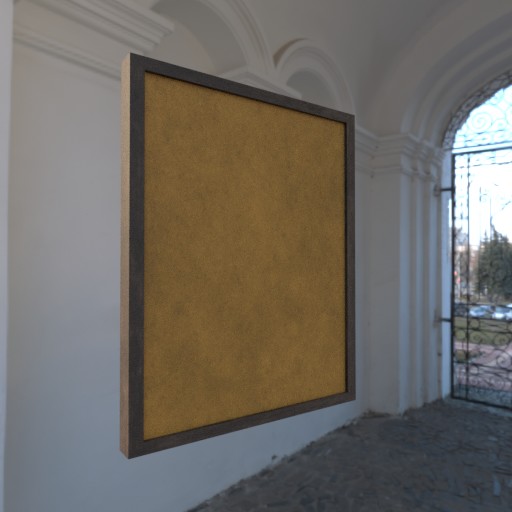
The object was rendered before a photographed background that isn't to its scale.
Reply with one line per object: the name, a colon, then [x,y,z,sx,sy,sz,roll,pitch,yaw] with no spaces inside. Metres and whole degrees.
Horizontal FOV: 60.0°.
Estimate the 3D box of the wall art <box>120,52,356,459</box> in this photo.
wall art: [0.000,0.000,0.548,0.329,0.406,0.027,1,-1,-35]
